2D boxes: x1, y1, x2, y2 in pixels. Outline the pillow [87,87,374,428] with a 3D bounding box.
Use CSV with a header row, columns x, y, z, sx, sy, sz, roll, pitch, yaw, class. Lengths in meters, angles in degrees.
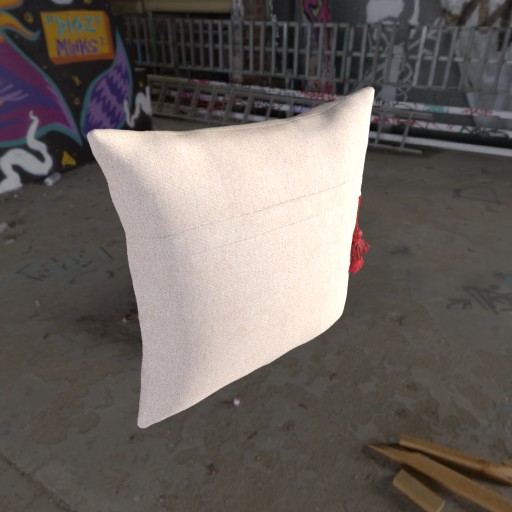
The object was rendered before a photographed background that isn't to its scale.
x,y,z,sx,sy,sz,roll,pitch,yaw,class
0.000,0.000,0.657,0.433,0.436,0.173,-22,36,-34,pillow
